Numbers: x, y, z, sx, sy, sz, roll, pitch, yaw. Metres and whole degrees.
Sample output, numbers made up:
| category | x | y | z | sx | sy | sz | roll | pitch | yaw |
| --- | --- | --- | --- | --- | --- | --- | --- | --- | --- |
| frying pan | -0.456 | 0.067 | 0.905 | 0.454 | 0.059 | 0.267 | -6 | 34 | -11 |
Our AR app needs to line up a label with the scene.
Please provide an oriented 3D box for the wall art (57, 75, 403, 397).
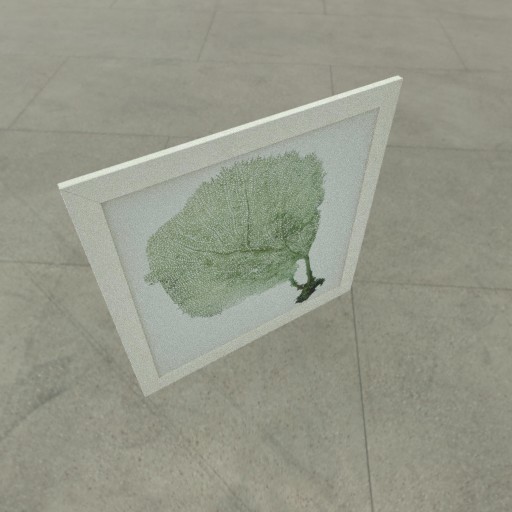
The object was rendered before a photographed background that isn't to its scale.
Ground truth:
| category | x | y | z | sx | sy | sz | roll | pitch | yaw |
| --- | --- | --- | --- | --- | --- | --- | --- | --- | --- |
| wall art | 0.000 | 0.000 | 0.880 | 0.584 | 0.584 | 0.013 | -24 | 52 | -21 |
